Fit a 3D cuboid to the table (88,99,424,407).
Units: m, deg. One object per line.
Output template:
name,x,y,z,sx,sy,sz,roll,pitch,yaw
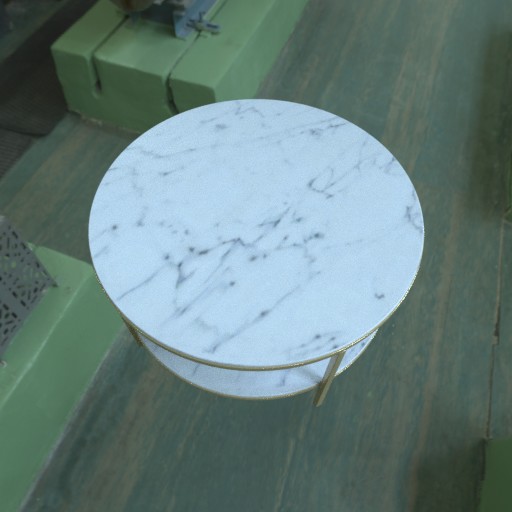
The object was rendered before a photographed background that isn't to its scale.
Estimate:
table,0.000,0.000,1.258,0.800,0.450,0.800,0,57,0
